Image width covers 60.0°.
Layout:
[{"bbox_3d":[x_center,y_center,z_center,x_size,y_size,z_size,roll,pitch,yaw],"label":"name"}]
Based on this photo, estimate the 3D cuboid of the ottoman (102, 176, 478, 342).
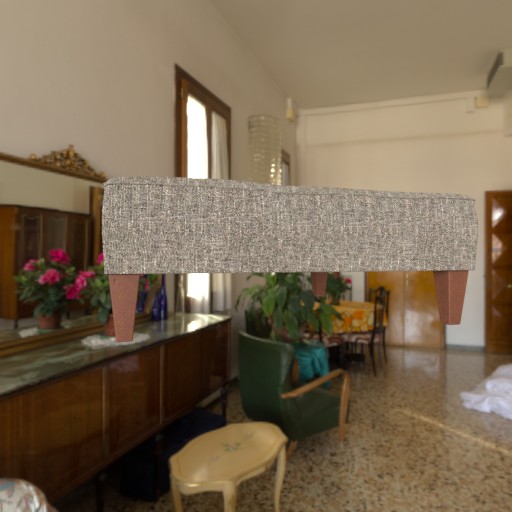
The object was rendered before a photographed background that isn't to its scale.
[{"bbox_3d":[0.000,0.000,1.542,0.981,0.379,1.016,0,0,-16],"label":"ottoman"}]
